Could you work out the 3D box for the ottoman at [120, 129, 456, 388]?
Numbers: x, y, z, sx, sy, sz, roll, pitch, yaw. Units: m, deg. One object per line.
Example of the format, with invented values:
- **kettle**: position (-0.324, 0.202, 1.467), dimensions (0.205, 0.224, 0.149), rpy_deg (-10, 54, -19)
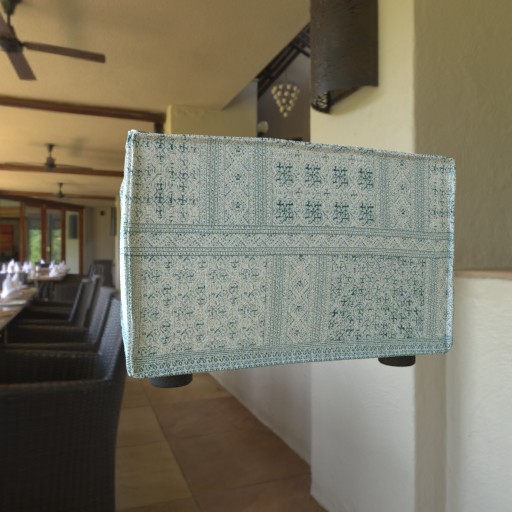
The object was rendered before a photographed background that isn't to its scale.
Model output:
- **ottoman**: position (0.000, 0.000, 1.048), dimensions (0.617, 0.439, 0.626), rpy_deg (0, 0, -18)
